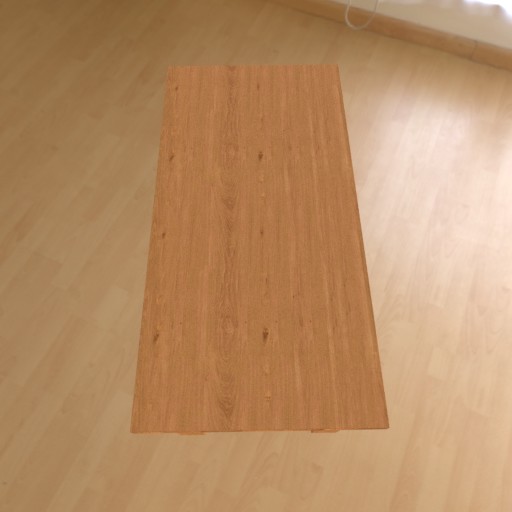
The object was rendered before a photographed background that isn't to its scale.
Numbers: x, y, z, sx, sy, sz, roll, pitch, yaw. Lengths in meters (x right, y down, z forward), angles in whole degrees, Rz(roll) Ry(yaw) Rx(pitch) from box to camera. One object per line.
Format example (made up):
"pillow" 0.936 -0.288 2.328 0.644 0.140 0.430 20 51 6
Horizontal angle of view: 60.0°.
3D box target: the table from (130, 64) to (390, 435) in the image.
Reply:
"table" 0.000 0.000 1.169 0.450 0.452 0.899 -1 63 0
